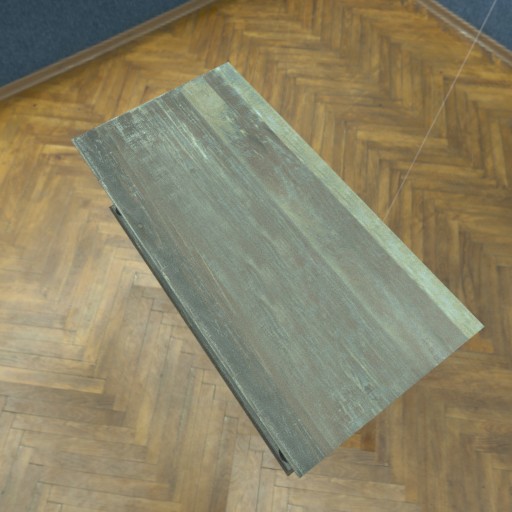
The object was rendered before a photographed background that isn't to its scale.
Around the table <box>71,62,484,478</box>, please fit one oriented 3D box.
[{"bbox_3d":[0.000,0.000,1.353,0.554,0.399,1.088,-33,68,-15],"label":"table"}]
